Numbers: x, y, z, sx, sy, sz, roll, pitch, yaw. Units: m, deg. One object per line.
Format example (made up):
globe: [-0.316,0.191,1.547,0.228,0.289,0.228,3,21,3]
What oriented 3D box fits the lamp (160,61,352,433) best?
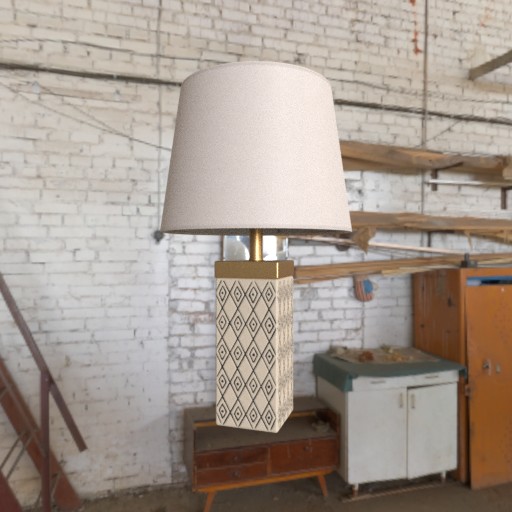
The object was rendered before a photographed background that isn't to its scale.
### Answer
lamp: [0.000,0.000,0.594,0.251,0.435,0.251,0,1,0]
